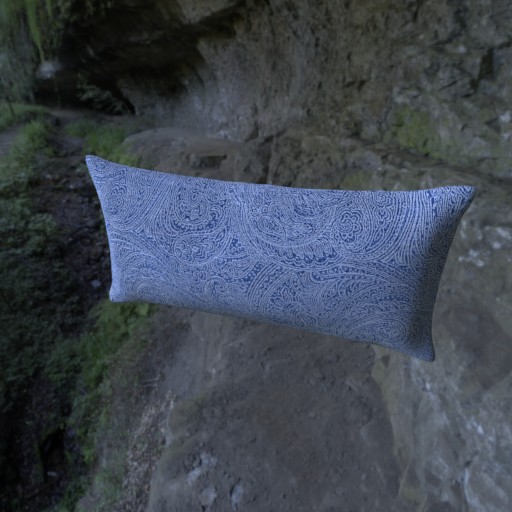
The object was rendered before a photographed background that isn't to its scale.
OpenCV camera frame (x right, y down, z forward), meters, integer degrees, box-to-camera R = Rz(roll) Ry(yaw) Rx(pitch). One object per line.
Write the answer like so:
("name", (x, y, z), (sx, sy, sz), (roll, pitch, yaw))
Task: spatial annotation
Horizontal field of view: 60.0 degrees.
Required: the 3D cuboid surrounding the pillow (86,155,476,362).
("pillow", (0.000, 0.000, 0.737), (0.615, 0.295, 0.151), (8, 27, 16))
